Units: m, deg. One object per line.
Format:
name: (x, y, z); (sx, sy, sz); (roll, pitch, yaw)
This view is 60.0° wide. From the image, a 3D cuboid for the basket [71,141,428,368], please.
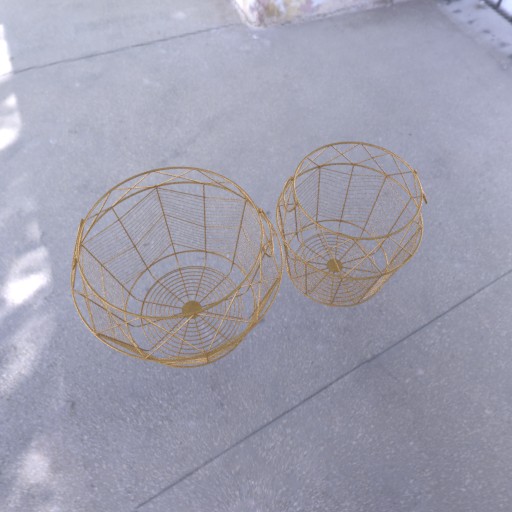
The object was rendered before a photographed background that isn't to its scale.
basket: (0.000, 0.000, 1.047); (0.805, 0.343, 0.451); (-16, 59, -10)
